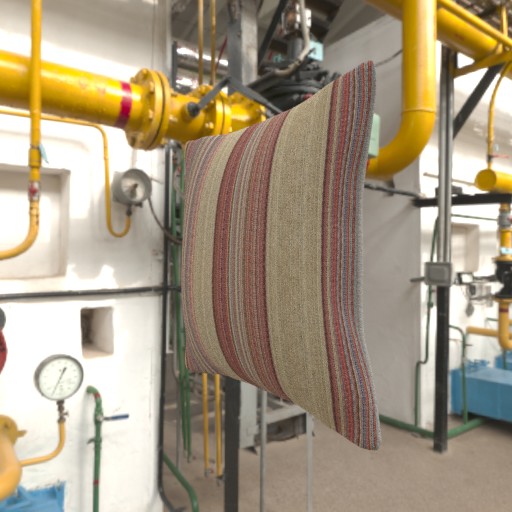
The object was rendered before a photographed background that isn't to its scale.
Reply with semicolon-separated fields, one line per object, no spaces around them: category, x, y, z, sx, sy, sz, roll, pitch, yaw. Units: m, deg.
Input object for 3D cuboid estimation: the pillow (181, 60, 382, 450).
pillow;0.000;0.000;0.641;0.136;0.419;0.437;0;0;-36
